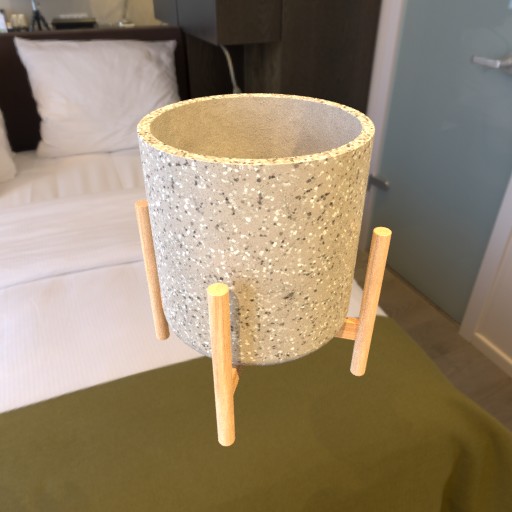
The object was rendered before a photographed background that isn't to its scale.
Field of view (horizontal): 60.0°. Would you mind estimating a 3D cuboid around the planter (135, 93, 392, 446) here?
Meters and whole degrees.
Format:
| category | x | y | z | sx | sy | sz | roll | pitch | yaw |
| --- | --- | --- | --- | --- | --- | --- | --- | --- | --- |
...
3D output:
| category | x | y | z | sx | sy | sz | roll | pitch | yaw |
| --- | --- | --- | --- | --- | --- | --- | --- | --- | --- |
| planter | 0.000 | 0.000 | 0.692 | 0.360 | 0.419 | 0.360 | 22 | 39 | 30 |
